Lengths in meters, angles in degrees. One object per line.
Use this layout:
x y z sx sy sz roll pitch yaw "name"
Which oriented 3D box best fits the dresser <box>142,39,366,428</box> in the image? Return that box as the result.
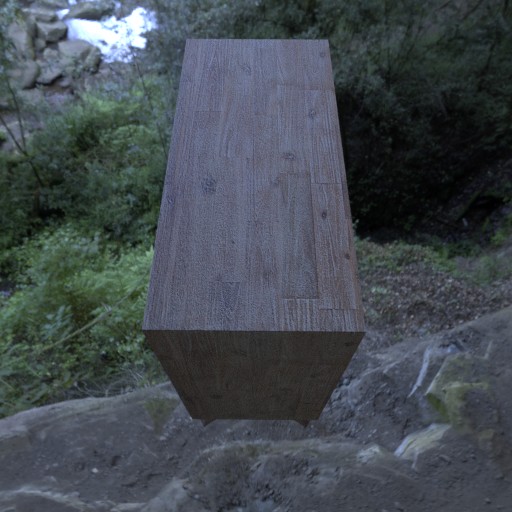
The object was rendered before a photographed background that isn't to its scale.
0.000 0.000 1.595 0.455 1.029 0.998 0 58 0 "dresser"
